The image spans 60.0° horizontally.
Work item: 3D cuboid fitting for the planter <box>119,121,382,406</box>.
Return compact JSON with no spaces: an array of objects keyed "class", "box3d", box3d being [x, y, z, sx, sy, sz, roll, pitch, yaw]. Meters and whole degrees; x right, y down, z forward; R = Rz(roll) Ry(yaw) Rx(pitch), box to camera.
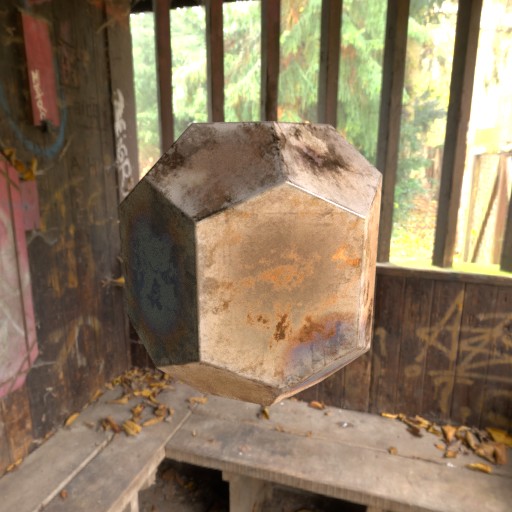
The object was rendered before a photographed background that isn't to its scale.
[{"class":"planter","box3d":[0.000,0.000,0.420,0.243,0.238,0.221,-2,14,-10]}]
